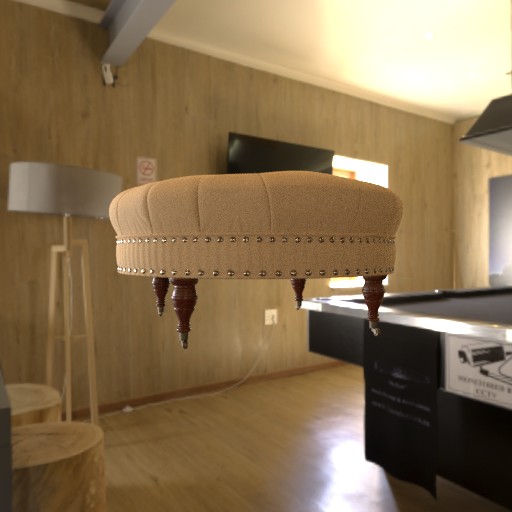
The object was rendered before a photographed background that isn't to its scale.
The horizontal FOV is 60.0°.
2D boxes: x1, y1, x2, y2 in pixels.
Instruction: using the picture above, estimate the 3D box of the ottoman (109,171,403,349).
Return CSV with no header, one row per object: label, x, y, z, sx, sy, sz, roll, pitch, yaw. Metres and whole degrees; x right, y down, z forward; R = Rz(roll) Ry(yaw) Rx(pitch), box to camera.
ottoman,0.000,0.000,1.418,0.901,0.439,0.901,0,1,0
